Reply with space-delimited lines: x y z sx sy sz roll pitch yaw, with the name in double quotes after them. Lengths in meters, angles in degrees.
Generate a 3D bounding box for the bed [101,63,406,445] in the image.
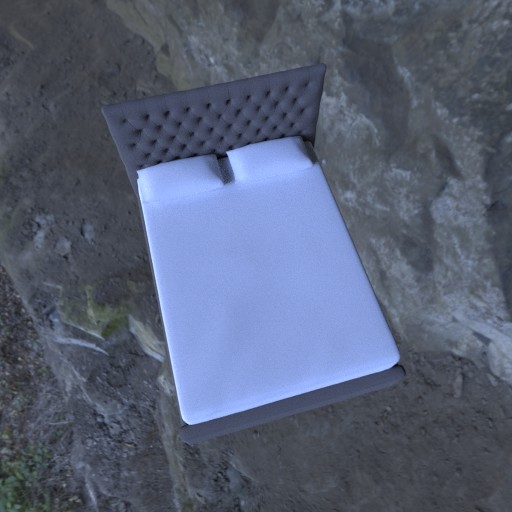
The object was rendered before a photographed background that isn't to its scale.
0.000 0.000 3.388 1.696 1.426 2.233 -14 64 -7 "bed"
